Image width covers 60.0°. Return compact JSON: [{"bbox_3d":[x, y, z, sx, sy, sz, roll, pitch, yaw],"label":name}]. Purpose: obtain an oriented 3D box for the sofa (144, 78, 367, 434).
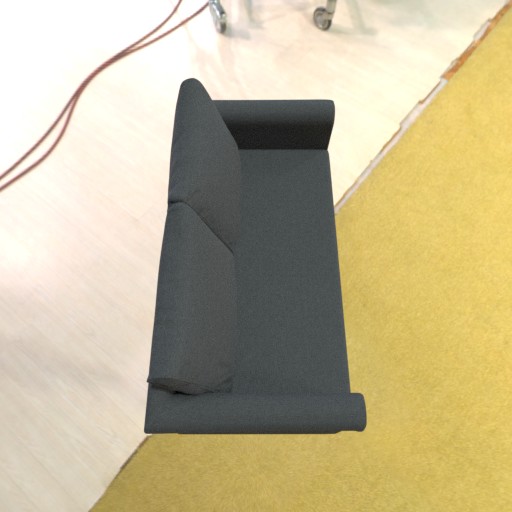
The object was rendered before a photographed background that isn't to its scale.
[{"bbox_3d":[0.000,0.000,1.931,0.741,0.872,1.460,0,64,0],"label":"sofa"}]
